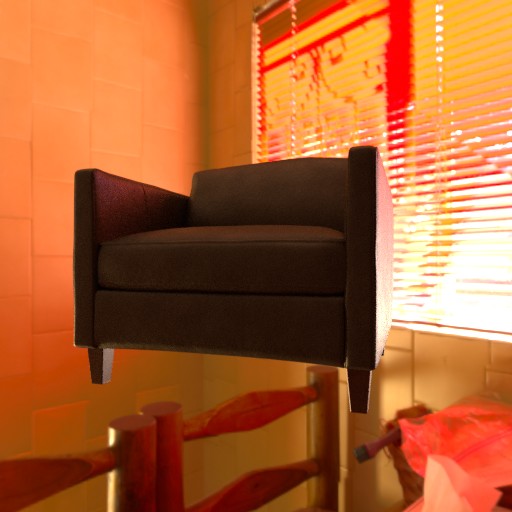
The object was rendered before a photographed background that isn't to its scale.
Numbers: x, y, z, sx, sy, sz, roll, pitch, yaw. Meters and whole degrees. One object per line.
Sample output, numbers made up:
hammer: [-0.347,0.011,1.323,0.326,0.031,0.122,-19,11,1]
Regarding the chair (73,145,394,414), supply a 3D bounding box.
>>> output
chair: [0.000,0.000,1.617,0.939,0.811,0.862,0,-1,19]
